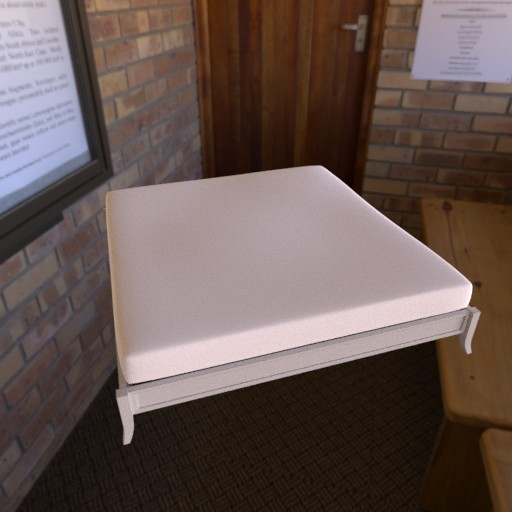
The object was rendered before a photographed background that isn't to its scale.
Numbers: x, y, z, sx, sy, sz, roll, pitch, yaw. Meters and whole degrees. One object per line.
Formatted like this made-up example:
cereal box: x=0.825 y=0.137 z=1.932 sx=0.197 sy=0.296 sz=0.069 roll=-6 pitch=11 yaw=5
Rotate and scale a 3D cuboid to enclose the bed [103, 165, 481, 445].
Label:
bed: x=0.000 y=0.000 z=3.093 sx=2.007 sy=0.510 sz=2.108 roll=-10 pitch=32 yaw=-15
